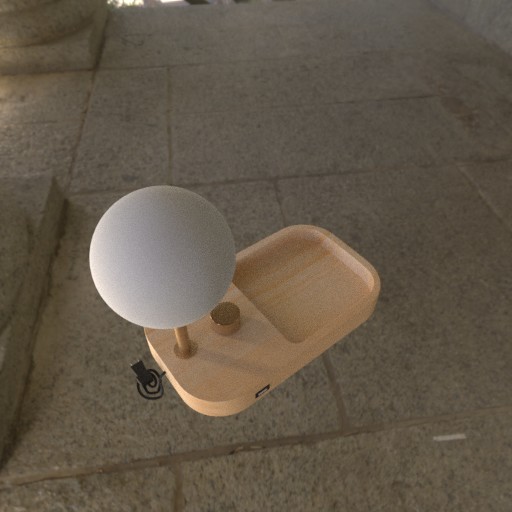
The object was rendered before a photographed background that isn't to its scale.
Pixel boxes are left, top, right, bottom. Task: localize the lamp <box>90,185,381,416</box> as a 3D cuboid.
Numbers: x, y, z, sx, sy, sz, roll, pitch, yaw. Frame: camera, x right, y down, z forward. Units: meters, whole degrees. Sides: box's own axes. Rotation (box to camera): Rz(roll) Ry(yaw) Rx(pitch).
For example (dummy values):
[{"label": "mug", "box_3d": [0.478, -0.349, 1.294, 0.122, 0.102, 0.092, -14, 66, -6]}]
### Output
[{"label": "lamp", "box_3d": [0.000, 0.000, 0.481, 0.331, 0.253, 0.173, -29, 53, -25]}]
